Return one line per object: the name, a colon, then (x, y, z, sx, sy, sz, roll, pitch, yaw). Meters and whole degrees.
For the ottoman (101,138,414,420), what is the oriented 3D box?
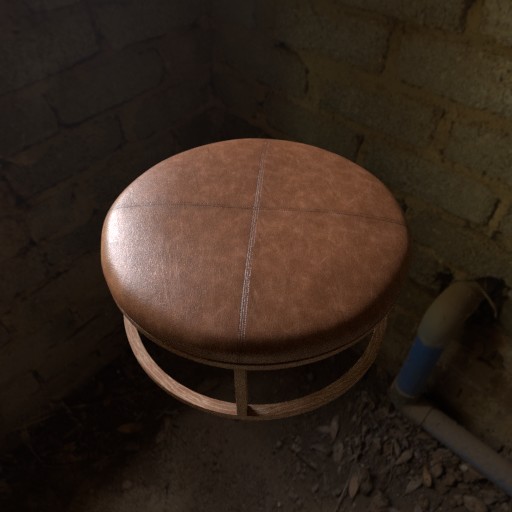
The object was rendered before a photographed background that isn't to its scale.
ottoman: (0.000, 0.000, 1.566, 1.006, 0.445, 1.006, 0, 46, 0)
